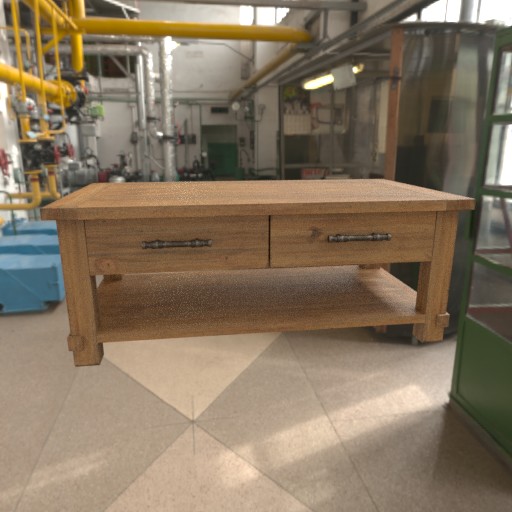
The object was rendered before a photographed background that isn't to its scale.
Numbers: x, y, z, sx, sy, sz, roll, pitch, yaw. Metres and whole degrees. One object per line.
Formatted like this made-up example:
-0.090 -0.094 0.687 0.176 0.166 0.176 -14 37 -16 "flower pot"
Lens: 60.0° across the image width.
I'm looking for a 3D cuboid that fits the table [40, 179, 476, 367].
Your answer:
0.000 0.000 1.659 1.270 0.494 0.693 -2 15 -8 "table"
